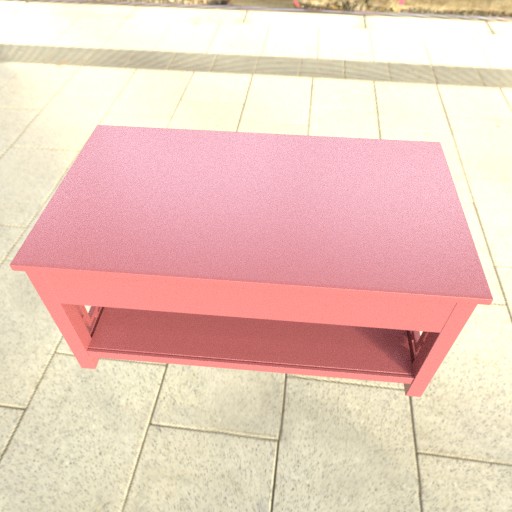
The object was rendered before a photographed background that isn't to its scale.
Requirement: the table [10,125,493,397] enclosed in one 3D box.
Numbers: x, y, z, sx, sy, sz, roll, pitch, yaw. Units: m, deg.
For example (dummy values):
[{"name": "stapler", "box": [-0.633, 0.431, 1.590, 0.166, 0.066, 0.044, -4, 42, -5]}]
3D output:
[{"name": "table", "box": [0.000, 0.000, 1.360, 1.068, 0.493, 0.612, 4, 47, 4]}]
